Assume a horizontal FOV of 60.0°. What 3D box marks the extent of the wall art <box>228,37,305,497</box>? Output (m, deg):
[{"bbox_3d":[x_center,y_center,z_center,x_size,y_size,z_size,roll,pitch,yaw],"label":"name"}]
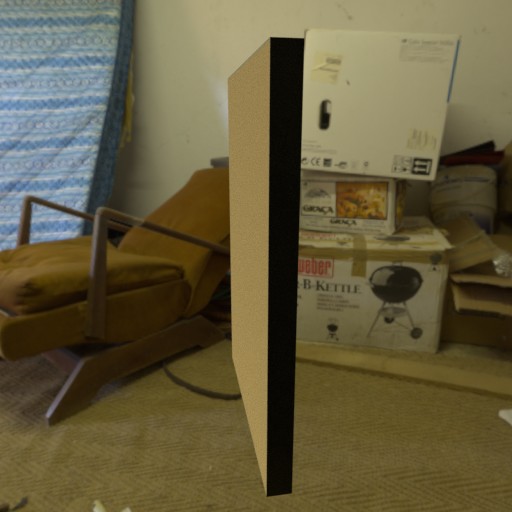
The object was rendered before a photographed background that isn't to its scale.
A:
[{"bbox_3d":[0.000,0.000,0.571,0.031,0.457,0.313,-3,16,-9],"label":"wall art"}]
